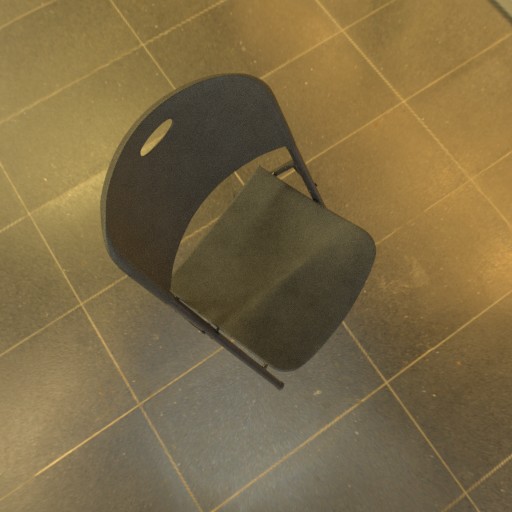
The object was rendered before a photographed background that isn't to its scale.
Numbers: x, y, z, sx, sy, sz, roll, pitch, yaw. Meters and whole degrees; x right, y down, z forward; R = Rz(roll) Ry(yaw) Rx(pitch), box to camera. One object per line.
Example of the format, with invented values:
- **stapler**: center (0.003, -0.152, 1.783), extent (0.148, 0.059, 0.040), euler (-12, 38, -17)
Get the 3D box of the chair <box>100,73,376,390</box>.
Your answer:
- **chair**: center (0.000, 0.000, 1.190), extent (0.566, 0.810, 0.494), euler (36, 78, 9)
